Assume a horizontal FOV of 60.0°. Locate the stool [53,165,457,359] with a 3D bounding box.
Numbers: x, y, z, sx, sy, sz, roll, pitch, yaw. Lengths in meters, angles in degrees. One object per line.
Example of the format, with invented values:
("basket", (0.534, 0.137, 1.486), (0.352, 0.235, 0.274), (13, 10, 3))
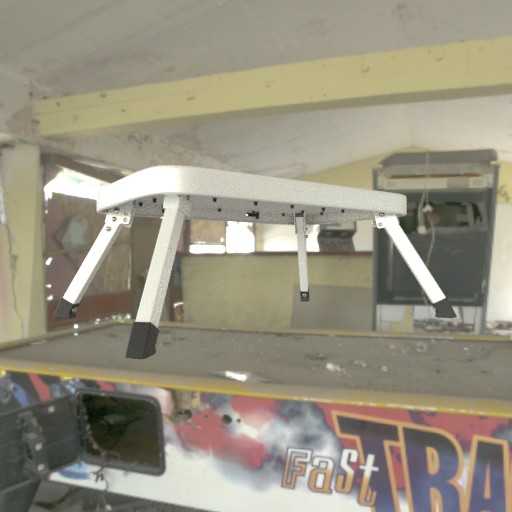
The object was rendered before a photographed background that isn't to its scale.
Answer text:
("stool", (0.000, 0.000, 0.607), (0.460, 0.170, 0.320), (0, -1, -35))
